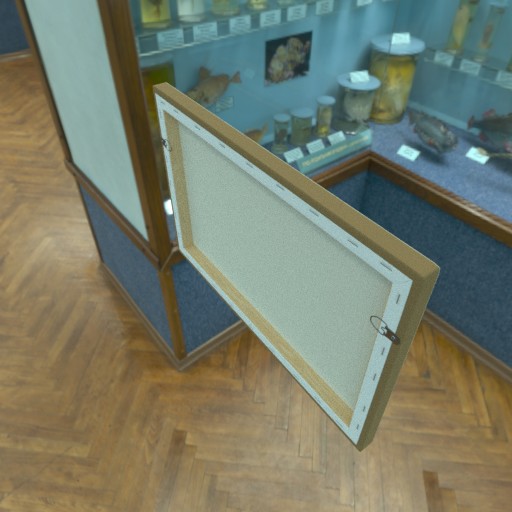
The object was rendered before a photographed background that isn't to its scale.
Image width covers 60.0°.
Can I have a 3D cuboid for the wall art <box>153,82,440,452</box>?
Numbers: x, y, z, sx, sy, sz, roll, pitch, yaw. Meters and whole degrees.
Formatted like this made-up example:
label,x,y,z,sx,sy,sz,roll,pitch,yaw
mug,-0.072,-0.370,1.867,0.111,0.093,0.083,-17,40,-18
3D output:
label,x,y,z,sx,sy,sz,roll,pitch,yaw
wall art,0.000,0.000,0.480,0.019,0.254,0.380,-26,49,-26
